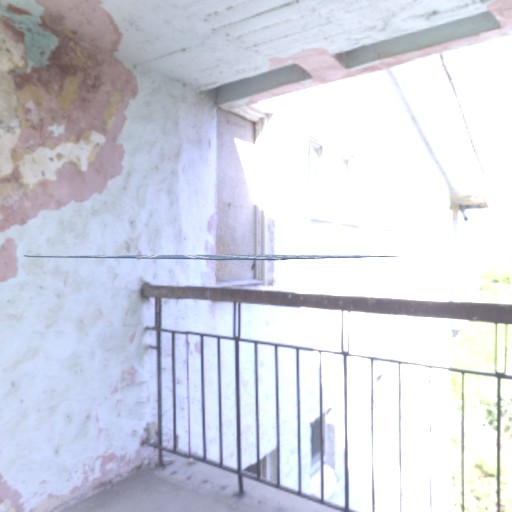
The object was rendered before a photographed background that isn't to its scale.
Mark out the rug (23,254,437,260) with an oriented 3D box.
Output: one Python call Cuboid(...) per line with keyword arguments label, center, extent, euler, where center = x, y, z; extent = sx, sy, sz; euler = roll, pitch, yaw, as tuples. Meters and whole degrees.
Cuboid(label="rug", center=(0.000, 0.000, 3.810), extent=(2.277, 0.020, 2.867), euler=(0, 1, 36))
